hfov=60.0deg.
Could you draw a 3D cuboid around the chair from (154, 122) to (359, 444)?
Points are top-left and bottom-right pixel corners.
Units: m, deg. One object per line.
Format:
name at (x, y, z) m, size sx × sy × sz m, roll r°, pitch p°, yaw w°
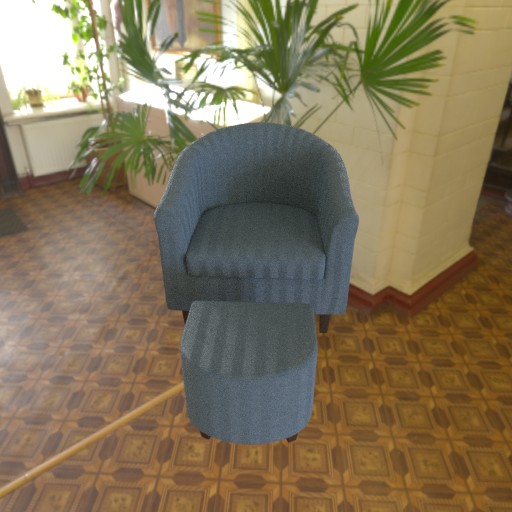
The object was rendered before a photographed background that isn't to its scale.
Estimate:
chair at (0.000, 0.000, 1.741) m, size 0.756 × 0.757 × 1.288 m, roll 1°, pitch 29°, yaw 2°
